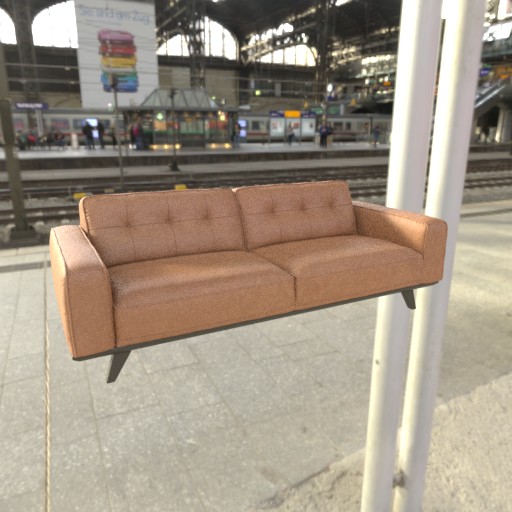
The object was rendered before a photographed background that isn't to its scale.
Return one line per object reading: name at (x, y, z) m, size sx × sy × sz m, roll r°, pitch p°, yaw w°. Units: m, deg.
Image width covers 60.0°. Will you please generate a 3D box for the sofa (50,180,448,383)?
sofa at (0.000, 0.000, 2.724) m, size 2.270 × 0.780 × 0.953 m, roll -8°, pitch 18°, yaw -26°
